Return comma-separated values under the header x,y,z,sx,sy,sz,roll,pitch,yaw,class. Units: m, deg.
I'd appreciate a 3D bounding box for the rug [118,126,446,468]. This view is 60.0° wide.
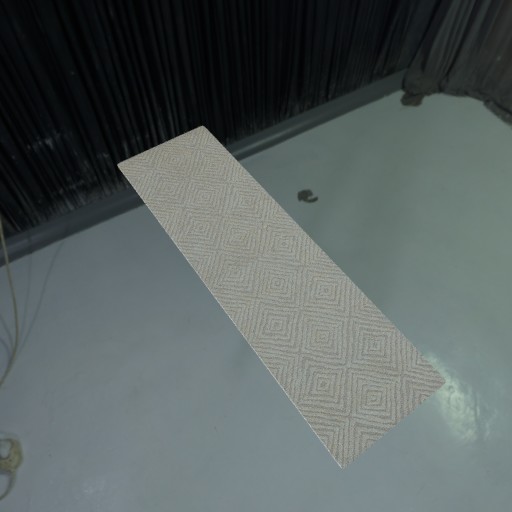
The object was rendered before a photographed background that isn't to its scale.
x,y,z,sx,sy,sz,roll,pitch,yaw,class
0.000,0.000,2.568,0.676,0.008,2.277,-30,62,-19,rug
